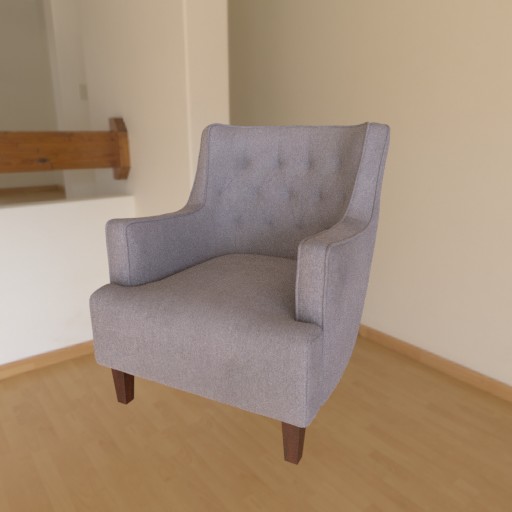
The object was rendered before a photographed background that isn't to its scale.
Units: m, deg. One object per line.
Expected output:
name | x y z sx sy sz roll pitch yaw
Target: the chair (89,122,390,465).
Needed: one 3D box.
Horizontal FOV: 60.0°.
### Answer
chair | 0.000 0.000 1.580 0.781 0.919 0.910 8 18 26
